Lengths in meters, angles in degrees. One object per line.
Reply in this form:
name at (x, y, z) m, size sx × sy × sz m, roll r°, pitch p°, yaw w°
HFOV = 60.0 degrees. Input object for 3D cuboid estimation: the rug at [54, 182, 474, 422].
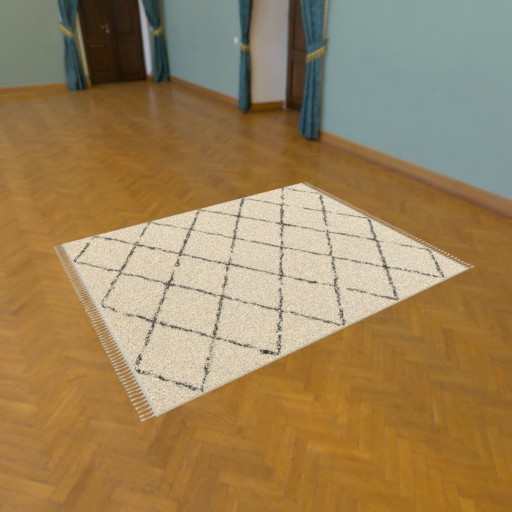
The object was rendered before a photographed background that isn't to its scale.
rug at (0.000, 0.000, 4.053) m, size 3.051 × 0.013 × 2.380 m, roll -18°, pitch 36°, yaw -28°
